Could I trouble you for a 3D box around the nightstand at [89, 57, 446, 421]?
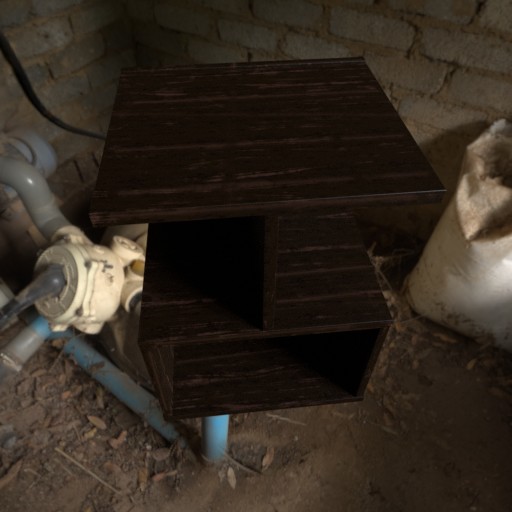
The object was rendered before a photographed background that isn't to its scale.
[{"bbox_3d":[0.000,0.000,0.814,0.400,0.559,0.356,-4,47,-4],"label":"nightstand"}]
